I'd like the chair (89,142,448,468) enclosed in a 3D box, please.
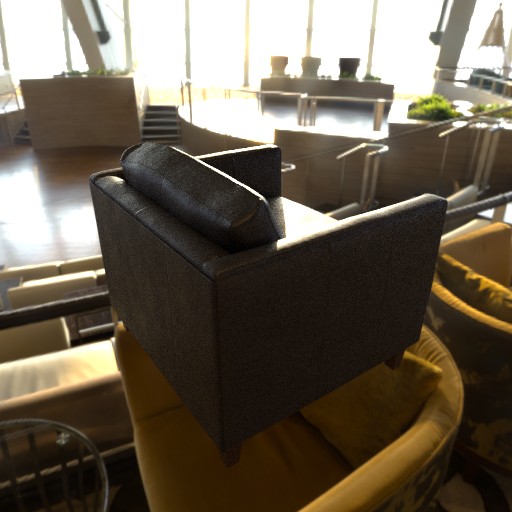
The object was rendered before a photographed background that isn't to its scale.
[{"bbox_3d":[0.000,0.000,1.617,0.862,0.811,0.939,-18,32,-31],"label":"chair"}]
